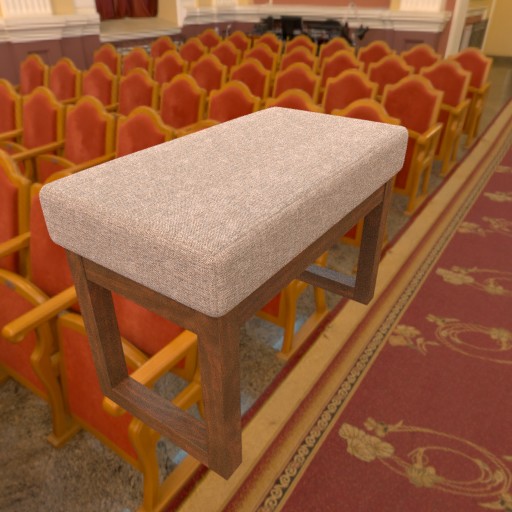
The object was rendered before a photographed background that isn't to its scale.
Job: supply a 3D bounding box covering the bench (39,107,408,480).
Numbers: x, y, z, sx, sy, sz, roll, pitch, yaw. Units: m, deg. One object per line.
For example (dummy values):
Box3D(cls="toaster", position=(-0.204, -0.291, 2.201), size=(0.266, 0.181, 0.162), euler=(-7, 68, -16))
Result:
Box3D(cls="bench", position=(0.000, 0.000, 0.945), size=(0.366, 0.467, 0.681), euler=(20, 36, 30))
